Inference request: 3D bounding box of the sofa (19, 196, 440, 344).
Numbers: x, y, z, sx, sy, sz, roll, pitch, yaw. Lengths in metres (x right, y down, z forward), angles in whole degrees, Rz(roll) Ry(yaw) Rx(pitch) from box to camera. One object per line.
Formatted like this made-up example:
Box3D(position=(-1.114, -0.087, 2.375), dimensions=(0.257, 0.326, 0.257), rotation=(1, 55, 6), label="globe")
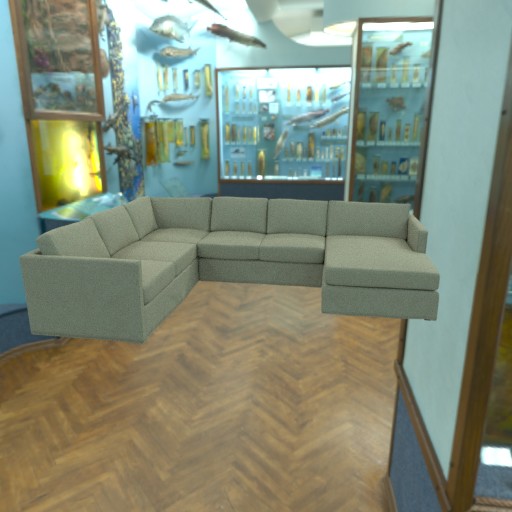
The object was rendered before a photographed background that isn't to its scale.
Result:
Box3D(position=(0.000, 0.000, 4.480), dimensions=(3.460, 0.882, 2.427), rotation=(3, 16, 9), label="sofa")
